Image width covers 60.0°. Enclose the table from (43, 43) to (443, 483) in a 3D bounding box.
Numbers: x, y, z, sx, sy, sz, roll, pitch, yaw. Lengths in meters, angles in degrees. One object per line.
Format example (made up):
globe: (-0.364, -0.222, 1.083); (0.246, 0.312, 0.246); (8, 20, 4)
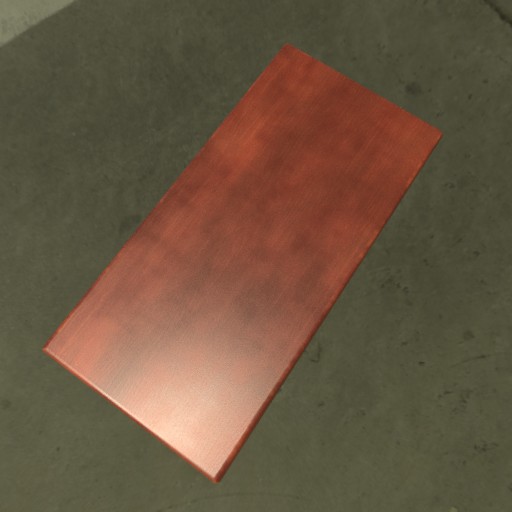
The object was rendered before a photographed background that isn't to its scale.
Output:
table: (0.000, 0.000, 1.481); (0.580, 0.485, 1.171); (34, 78, 8)
